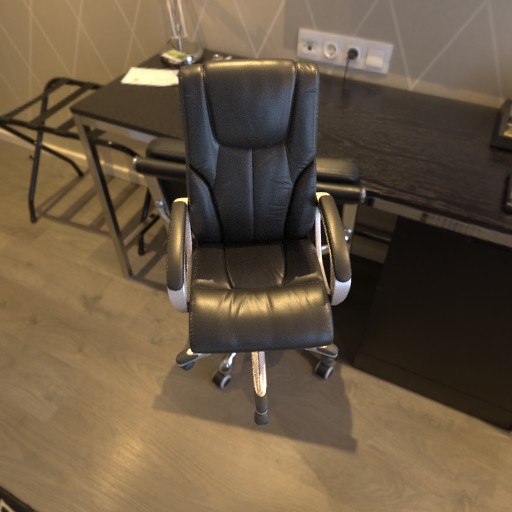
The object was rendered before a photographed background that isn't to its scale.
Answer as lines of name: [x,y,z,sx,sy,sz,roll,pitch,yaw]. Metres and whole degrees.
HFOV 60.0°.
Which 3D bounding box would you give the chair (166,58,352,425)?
chair: [0.000,0.000,1.628,0.700,1.145,0.780,-3,45,-3]
